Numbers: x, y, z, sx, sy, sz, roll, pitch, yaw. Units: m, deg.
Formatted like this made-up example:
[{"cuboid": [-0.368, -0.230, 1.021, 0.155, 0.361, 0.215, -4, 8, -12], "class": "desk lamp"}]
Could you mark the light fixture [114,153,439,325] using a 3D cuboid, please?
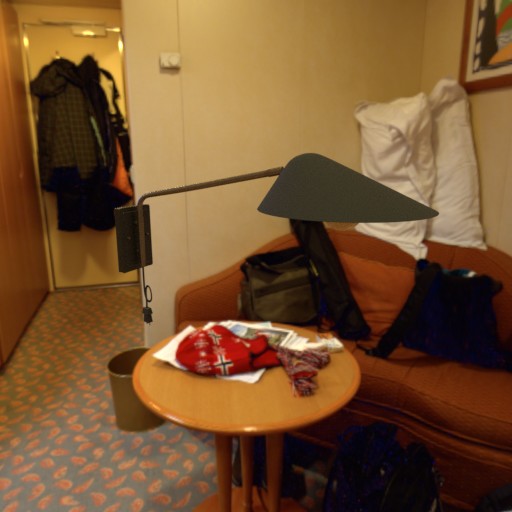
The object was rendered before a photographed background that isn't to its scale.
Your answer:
[{"cuboid": [0.000, 0.000, 0.689, 0.516, 0.312, 0.240, 7, 15, 28], "class": "light fixture"}]
